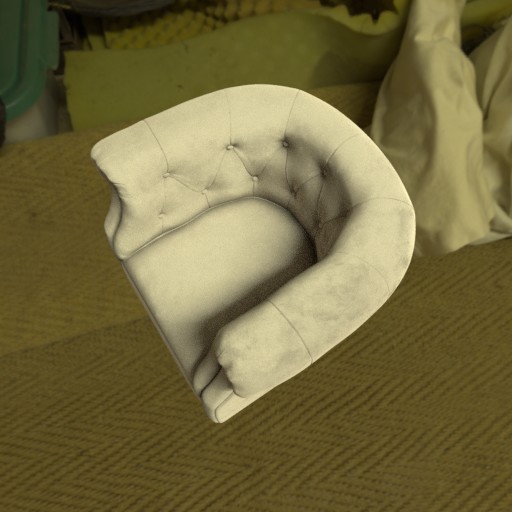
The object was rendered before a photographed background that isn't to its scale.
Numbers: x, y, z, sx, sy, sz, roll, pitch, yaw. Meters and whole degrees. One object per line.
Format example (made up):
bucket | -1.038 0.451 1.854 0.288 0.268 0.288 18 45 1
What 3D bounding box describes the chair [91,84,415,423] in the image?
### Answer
chair | 0.000 0.000 1.579 0.851 0.826 0.904 -31 68 -14
